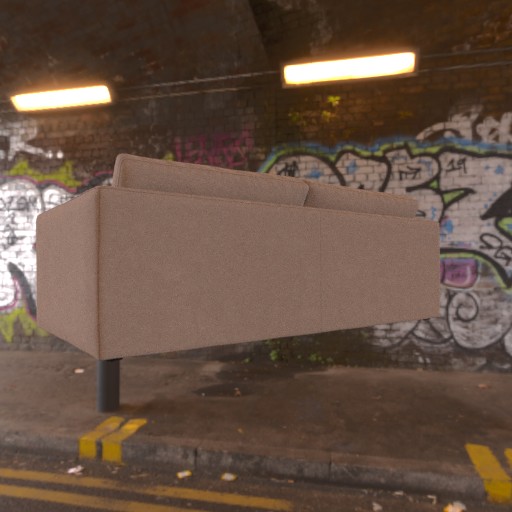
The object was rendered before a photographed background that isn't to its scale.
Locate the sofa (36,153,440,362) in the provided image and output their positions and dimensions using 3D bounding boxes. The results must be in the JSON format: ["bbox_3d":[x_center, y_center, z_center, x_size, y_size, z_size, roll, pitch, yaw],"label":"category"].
[{"bbox_3d":[0.000,0.000,2.681,2.588,0.838,1.090,1,-1,-37],"label":"sofa"}]
